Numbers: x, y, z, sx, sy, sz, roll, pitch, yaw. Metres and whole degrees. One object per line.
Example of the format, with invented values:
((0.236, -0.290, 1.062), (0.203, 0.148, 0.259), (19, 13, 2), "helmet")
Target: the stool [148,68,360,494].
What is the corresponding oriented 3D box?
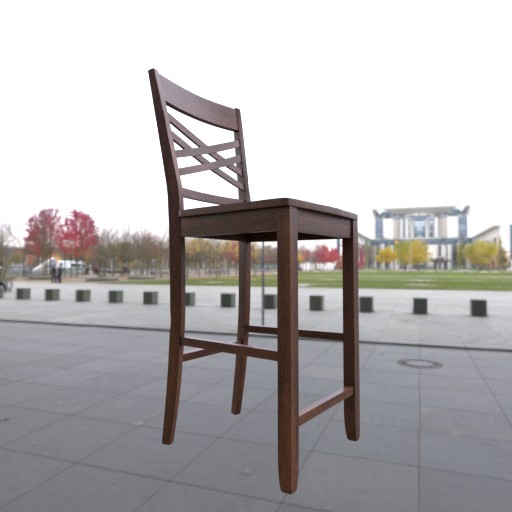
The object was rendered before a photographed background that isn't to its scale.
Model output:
((0.000, 0.000, 1.323), (0.504, 1.098, 0.426), (-1, -2, 35), "stool")
